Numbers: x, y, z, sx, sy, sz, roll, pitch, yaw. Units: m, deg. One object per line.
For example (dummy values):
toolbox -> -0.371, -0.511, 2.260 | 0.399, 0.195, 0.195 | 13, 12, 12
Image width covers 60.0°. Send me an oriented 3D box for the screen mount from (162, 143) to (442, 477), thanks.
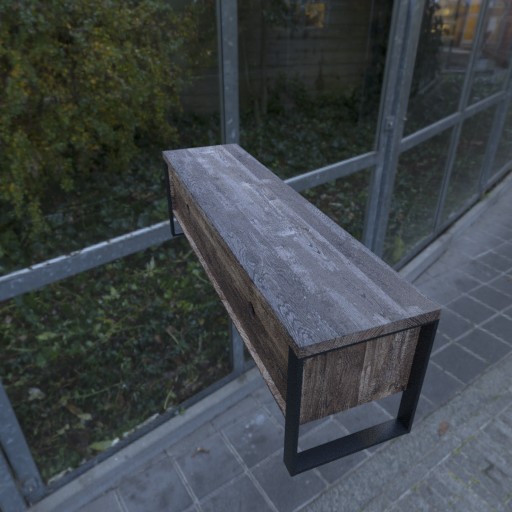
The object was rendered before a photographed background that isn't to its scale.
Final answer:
screen mount -> 0.000, 0.000, 1.738 | 0.395, 0.450, 1.524 | -11, 32, -18
